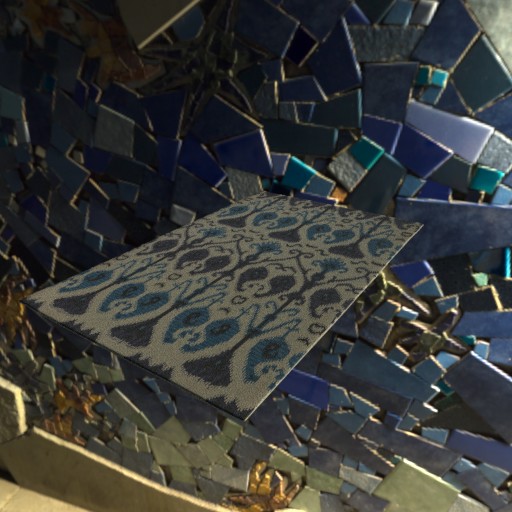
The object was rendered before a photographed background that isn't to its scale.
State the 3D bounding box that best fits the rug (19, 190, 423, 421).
[{"bbox_3d":[0.000,0.000,2.067,1.072,0.013,1.698,16,30,30],"label":"rug"}]
